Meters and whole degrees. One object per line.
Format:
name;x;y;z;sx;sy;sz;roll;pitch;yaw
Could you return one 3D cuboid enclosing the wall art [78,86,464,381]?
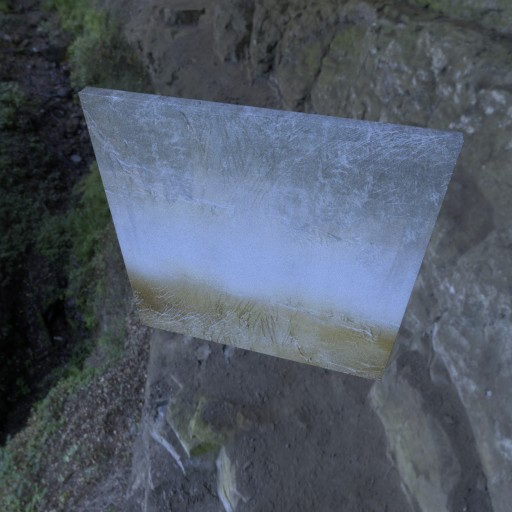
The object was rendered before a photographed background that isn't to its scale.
wall art;0.000;0.000;1.600;1.092;1.091;0.051;11;43;12
